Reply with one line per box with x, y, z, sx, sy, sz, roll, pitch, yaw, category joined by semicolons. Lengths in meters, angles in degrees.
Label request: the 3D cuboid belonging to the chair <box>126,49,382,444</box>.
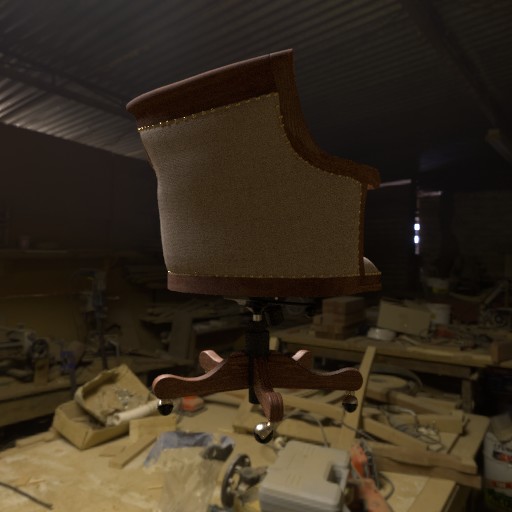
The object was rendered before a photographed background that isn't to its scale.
0.000;0.000;1.420;0.656;0.965;0.689;0;0;37;chair
